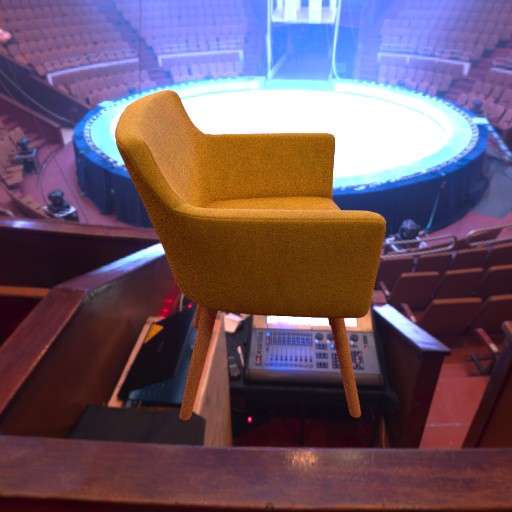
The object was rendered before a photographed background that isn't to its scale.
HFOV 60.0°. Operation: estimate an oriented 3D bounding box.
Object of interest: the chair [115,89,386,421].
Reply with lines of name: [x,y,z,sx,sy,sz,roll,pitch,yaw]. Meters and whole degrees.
chair: [0.000,0.000,1.163,0.570,0.780,0.570,-1,31,-1]
